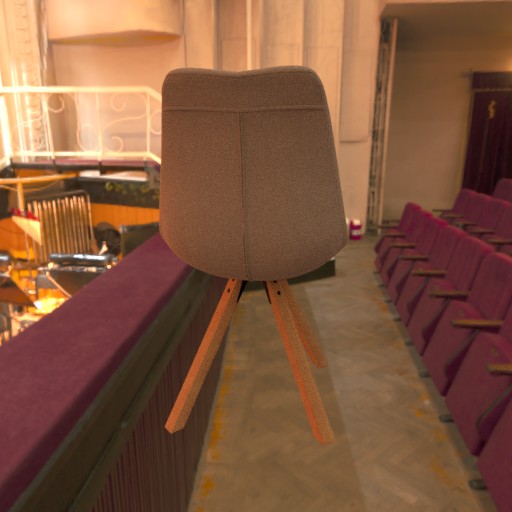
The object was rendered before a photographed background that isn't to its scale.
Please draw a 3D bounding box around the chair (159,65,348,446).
[{"bbox_3d":[0.000,0.000,1.184,0.474,0.863,0.549,2,14,7],"label":"chair"}]
